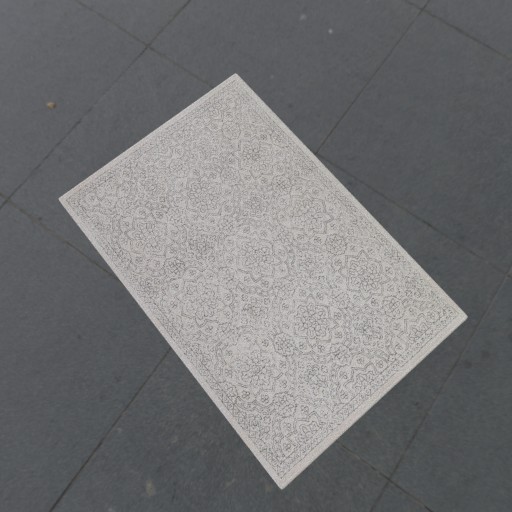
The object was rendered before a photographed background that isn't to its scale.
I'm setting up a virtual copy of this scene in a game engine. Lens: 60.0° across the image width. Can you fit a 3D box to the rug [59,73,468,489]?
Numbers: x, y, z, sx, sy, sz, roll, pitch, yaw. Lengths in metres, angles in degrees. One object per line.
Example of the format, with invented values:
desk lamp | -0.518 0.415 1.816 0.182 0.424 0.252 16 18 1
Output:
rug | 0.000 0.000 2.846 1.524 0.011 2.286 -39 78 -9
